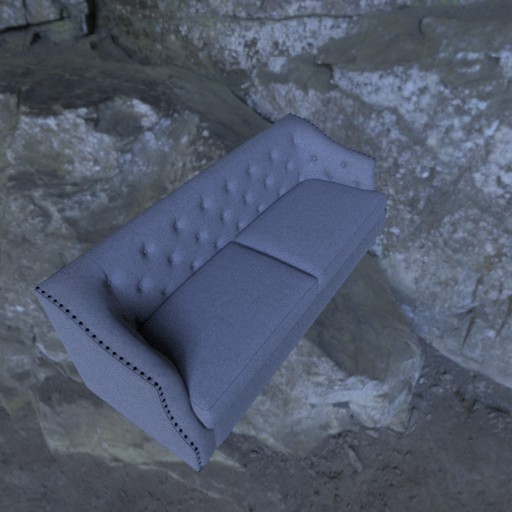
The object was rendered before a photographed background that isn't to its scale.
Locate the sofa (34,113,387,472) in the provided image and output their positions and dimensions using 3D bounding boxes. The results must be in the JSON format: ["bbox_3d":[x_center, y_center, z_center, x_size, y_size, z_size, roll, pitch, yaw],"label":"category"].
[{"bbox_3d":[0.000,0.000,2.746,0.914,0.901,2.235,25,48,25],"label":"sofa"}]
